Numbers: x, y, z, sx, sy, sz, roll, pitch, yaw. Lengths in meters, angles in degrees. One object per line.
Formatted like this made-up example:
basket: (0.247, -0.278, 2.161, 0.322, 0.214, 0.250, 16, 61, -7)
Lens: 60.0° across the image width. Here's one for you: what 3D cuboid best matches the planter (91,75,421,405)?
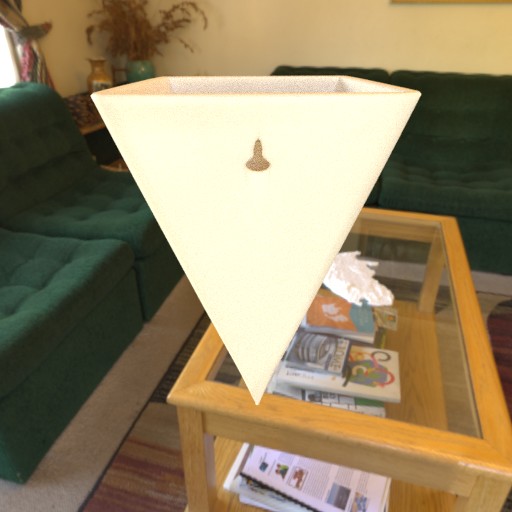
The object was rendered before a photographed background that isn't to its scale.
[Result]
planter: (0.000, 0.000, 0.270, 0.150, 0.197, 0.060, -1, 29, -2)
